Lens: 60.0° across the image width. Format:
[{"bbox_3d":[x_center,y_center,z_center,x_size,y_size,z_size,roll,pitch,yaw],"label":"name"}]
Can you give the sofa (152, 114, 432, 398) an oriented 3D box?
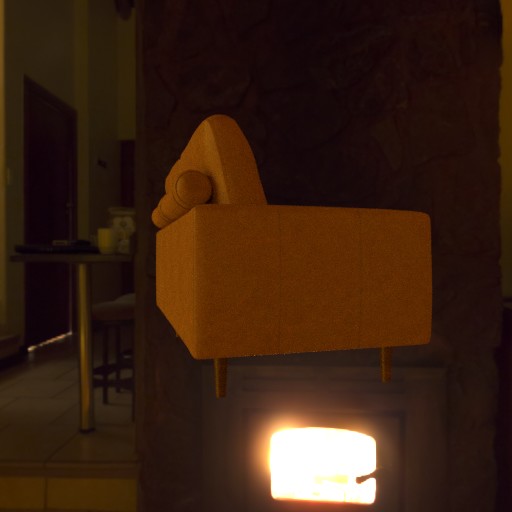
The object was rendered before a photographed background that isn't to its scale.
[{"bbox_3d":[0.000,0.000,2.025,0.868,0.898,1.430,0,0,-17],"label":"sofa"}]
